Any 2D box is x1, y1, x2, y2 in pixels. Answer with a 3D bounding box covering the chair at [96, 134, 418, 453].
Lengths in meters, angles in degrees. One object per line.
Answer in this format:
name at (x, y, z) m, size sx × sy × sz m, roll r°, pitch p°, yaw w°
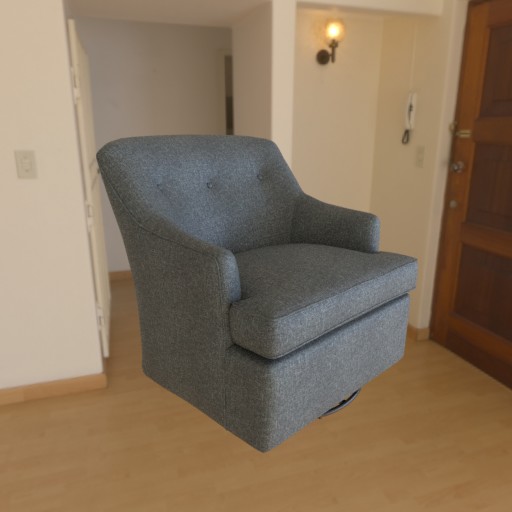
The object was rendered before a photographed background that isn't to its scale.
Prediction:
chair at (0.000, 0.000, 1.634) m, size 0.864 × 0.856 × 0.923 m, roll -15°, pitch 22°, yaw -42°
